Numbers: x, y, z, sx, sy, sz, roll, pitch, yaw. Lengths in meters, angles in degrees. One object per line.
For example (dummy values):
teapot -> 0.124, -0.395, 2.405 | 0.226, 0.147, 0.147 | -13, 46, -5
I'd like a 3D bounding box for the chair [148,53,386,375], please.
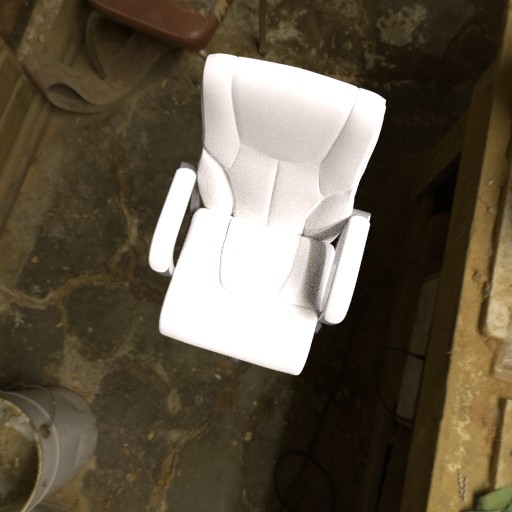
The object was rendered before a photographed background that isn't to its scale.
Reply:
chair -> 0.000, 0.000, 1.555 | 0.687, 1.120, 0.738 | 16, 76, 4
